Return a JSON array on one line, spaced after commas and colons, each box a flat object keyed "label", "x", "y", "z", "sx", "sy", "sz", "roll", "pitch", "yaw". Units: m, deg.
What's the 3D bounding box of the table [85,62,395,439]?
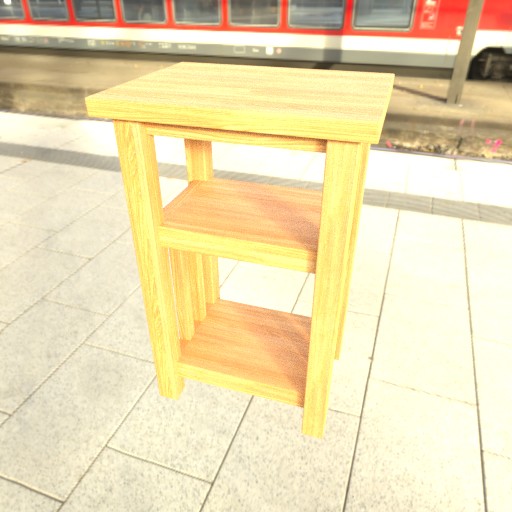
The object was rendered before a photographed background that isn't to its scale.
[{"label": "table", "x": 0.000, "y": 0.000, "z": 0.746, "sx": 0.350, "sy": 0.550, "sz": 0.270, "roll": 10, "pitch": 34, "yaw": 15}]
